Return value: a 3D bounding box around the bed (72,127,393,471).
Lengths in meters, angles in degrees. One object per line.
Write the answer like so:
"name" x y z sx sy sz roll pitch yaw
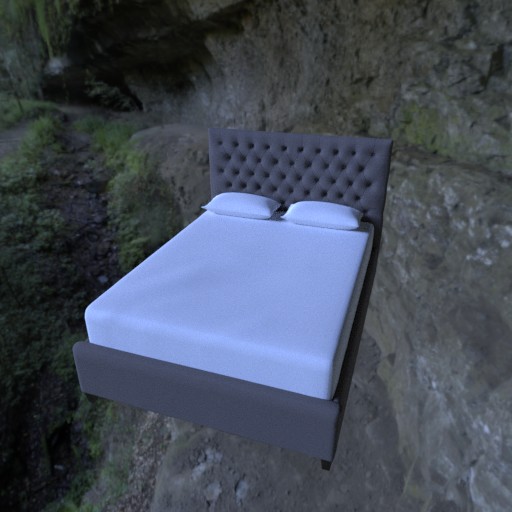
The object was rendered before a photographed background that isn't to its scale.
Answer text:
"bed" 0.000 0.000 3.334 1.696 1.426 2.233 9 28 17
